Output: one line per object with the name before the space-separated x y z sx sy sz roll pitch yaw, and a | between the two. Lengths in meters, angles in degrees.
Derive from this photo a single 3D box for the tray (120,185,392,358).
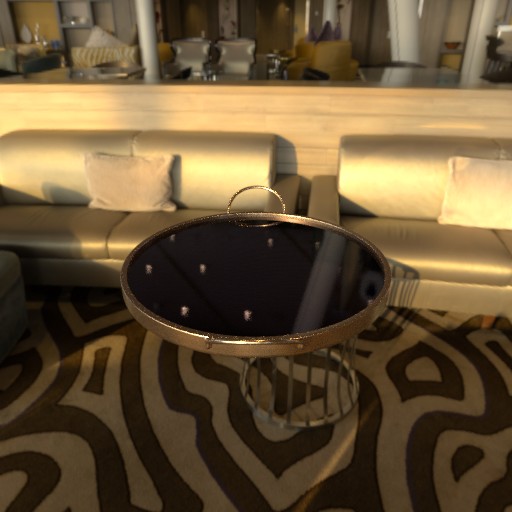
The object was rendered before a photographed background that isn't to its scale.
tray | 0.000 0.000 0.739 0.438 0.069 0.543 0 27 0
